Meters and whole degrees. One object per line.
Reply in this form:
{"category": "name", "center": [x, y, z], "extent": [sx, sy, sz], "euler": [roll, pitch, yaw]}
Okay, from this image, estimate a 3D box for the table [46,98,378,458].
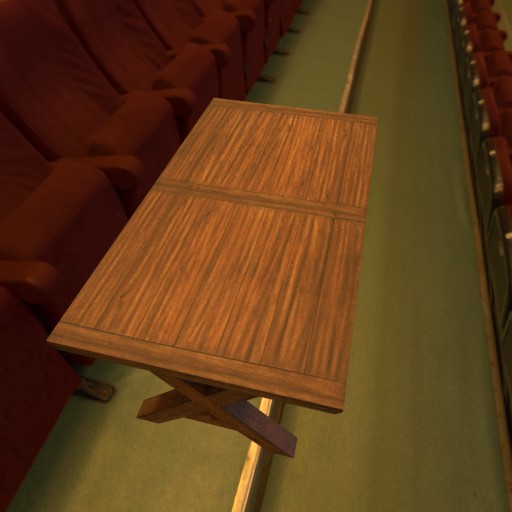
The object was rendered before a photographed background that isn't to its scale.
{"category": "table", "center": [0.000, 0.000, 2.461], "extent": [1.071, 0.793, 1.966], "euler": [10, 46, 10]}
